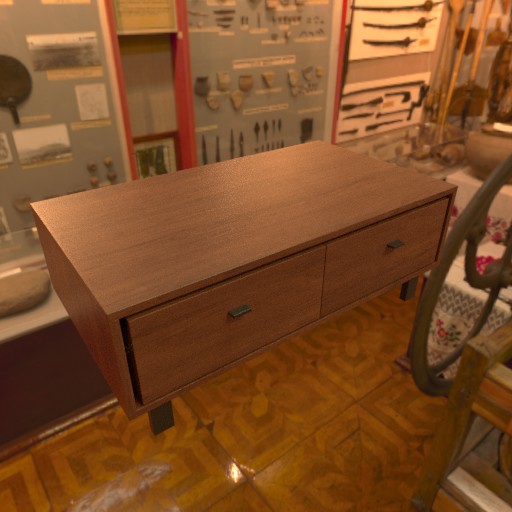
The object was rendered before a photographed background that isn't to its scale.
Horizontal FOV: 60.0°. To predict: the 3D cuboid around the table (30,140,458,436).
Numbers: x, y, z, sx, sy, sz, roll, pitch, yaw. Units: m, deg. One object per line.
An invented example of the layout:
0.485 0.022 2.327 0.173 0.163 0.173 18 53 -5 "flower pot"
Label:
0.000 0.000 1.296 1.020 0.380 0.600 -20 36 -30 "table"
